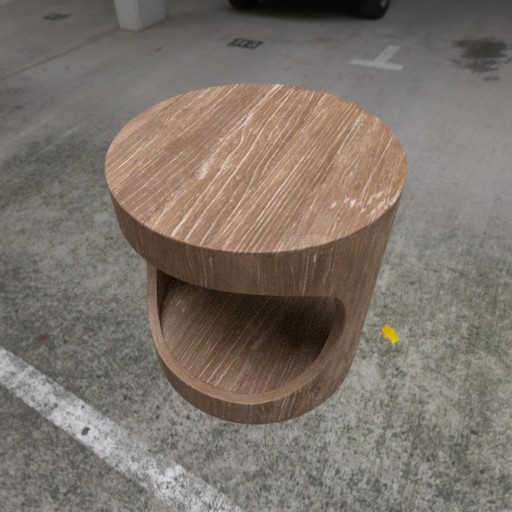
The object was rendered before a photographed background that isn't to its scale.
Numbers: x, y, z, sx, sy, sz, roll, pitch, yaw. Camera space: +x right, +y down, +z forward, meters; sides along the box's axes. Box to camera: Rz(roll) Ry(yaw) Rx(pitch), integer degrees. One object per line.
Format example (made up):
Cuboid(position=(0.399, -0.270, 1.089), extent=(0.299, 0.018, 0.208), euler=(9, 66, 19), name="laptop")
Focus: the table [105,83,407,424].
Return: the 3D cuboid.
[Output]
Cuboid(position=(0.000, 0.000, 0.988), extent=(0.527, 0.551, 0.527), euler=(0, 45, 0), name="table")
